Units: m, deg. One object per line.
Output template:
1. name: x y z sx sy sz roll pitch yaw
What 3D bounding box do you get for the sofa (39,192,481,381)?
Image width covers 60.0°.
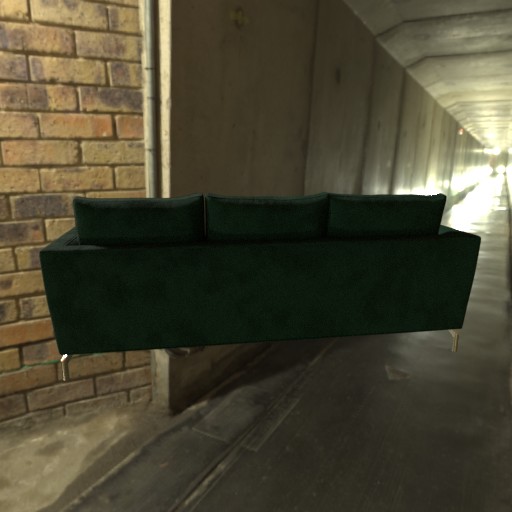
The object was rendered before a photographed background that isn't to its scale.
1. sofa: 0.000 0.000 3.155 2.441 1.007 1.489 -2 14 -9
